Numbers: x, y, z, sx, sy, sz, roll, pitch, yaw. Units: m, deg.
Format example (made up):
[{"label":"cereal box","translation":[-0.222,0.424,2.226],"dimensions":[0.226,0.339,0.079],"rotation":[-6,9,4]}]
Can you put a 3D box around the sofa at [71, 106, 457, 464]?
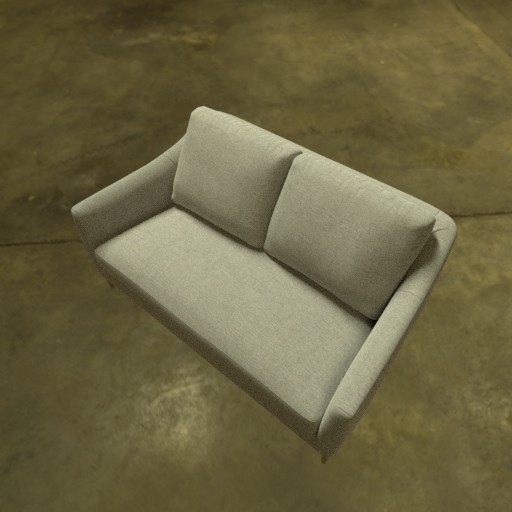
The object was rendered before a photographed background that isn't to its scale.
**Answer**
[{"label":"sofa","translation":[0.000,0.000,2.153],"dimensions":[1.619,0.904,0.960],"rotation":[32,54,27]}]
